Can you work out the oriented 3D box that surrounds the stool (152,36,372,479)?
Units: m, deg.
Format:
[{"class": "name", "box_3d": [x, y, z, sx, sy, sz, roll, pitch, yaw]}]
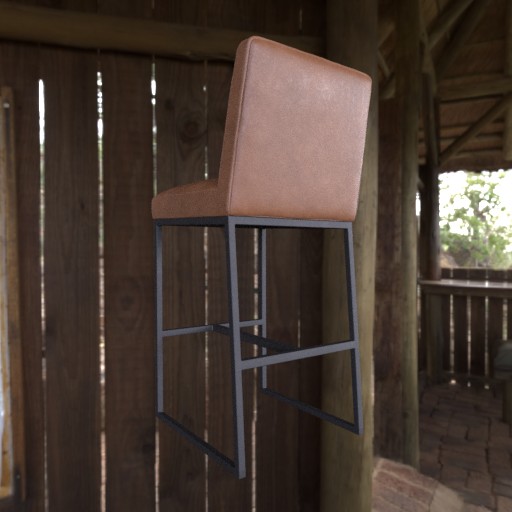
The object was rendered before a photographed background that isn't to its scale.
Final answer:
[{"class": "stool", "box_3d": [0.000, 0.000, 1.350, 0.458, 1.040, 0.556, -1, 1, -36]}]
